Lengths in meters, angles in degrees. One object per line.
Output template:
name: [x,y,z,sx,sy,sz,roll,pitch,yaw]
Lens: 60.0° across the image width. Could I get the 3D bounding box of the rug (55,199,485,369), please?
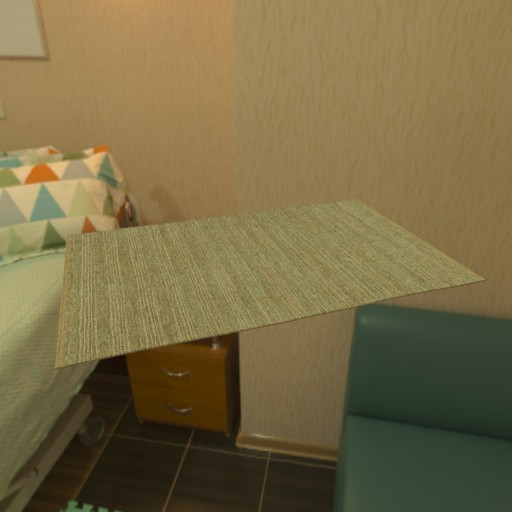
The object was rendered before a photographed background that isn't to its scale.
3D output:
rug: [0.000,0.000,3.003,2.448,0.012,1.540,-9,28,-17]
